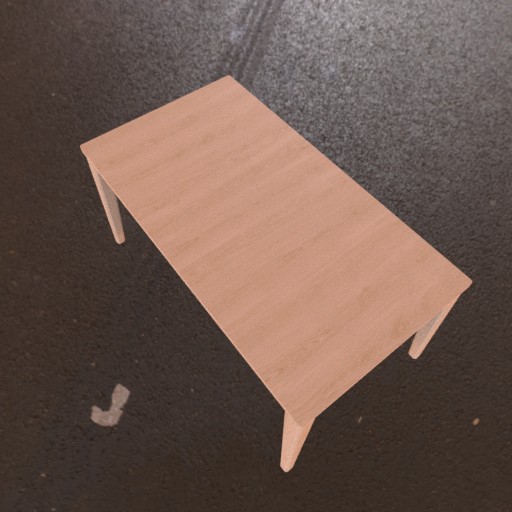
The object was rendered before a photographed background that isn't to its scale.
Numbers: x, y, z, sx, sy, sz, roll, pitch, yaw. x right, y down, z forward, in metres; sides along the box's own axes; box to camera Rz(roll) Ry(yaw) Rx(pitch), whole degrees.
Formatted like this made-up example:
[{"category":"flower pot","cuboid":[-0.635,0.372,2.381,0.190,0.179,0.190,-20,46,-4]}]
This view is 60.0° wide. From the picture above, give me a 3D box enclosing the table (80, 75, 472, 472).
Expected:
[{"category":"table","cuboid":[0.000,0.000,2.144,0.900,0.760,1.600,-33,63,-19]}]
